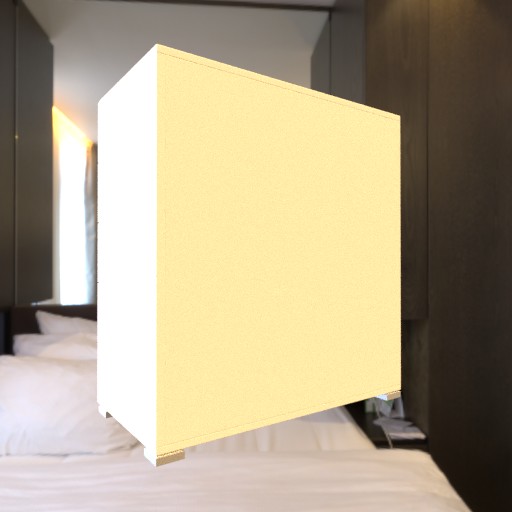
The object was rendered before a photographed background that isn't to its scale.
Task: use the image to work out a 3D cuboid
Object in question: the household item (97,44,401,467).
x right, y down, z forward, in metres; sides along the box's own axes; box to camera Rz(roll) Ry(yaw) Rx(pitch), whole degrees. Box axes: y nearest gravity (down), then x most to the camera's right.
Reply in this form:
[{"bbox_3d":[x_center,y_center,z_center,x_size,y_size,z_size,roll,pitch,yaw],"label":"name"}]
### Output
[{"bbox_3d":[0.000,0.000,1.313,0.800,0.870,0.420,0,0,-35],"label":"household item"}]
